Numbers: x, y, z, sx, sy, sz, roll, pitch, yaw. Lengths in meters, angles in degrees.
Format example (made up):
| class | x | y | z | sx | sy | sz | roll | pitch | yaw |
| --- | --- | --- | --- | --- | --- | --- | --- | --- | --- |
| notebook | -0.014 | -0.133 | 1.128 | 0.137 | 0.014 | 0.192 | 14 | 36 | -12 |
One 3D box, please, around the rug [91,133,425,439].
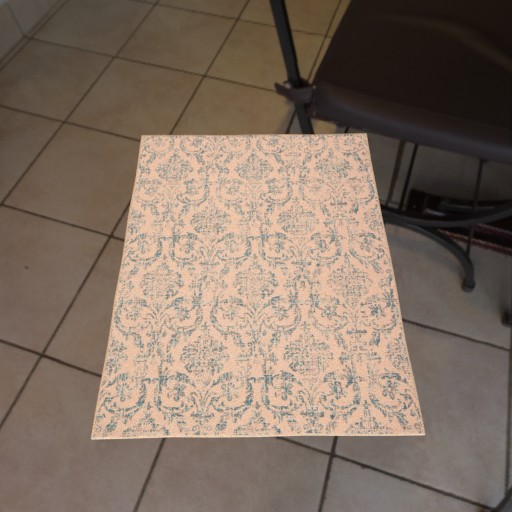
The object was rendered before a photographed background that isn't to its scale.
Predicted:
| class | x | y | z | sx | sy | sz | roll | pitch | yaw |
| --- | --- | --- | --- | --- | --- | --- | --- | --- | --- |
| rug | 0.000 | 0.000 | 3.893 | 2.363 | 0.012 | 2.980 | -1 | 59 | 0 |
